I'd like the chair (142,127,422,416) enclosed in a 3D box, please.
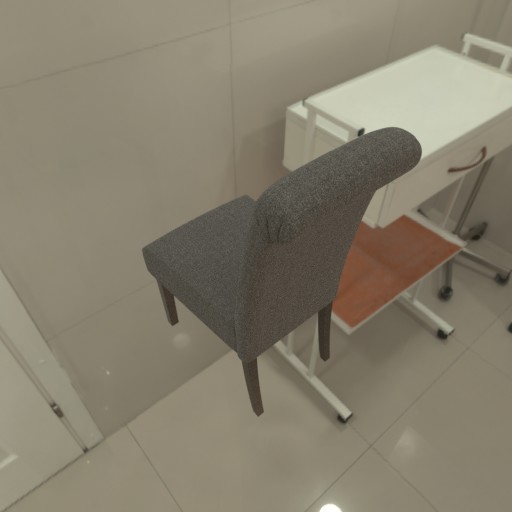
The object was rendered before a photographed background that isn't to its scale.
[{"bbox_3d":[0.000,0.000,1.374,0.456,1.006,0.671,-31,53,-27],"label":"chair"}]
